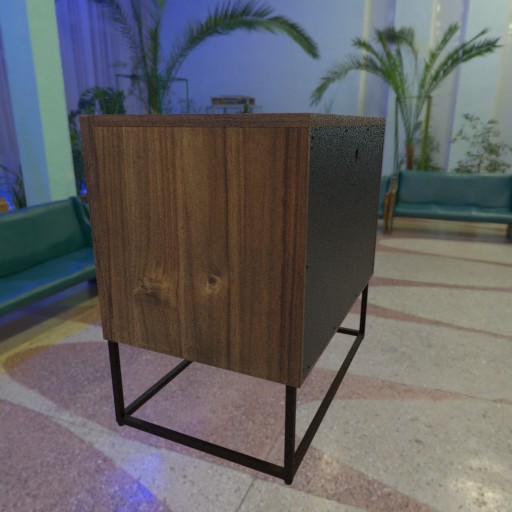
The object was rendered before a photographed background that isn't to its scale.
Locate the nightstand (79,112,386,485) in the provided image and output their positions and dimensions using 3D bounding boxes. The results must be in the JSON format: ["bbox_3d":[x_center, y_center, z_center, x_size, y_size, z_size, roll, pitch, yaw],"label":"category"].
[{"bbox_3d":[0.000,0.000,1.018,0.437,0.610,0.610,8,18,24],"label":"nightstand"}]
